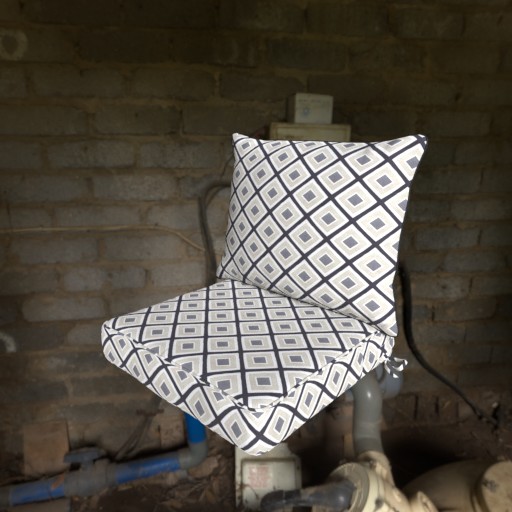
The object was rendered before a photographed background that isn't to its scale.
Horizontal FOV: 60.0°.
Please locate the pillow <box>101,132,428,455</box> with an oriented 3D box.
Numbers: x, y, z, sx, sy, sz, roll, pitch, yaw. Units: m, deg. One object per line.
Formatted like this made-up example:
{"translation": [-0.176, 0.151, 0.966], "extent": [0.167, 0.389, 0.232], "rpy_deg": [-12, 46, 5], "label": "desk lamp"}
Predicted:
{"translation": [0.000, 0.000, 1.355], "extent": [0.798, 0.722, 0.733], "rpy_deg": [15, 22, 41], "label": "pillow"}
